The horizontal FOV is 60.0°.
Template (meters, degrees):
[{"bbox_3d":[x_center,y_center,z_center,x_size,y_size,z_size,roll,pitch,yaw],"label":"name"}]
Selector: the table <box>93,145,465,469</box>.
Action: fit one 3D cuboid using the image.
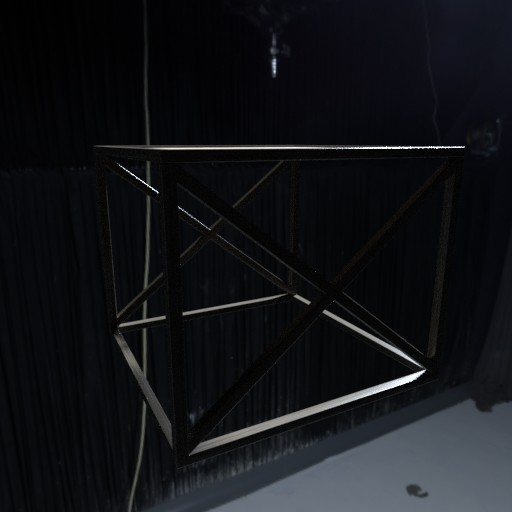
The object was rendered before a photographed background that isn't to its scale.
[{"bbox_3d":[0.000,0.000,1.058,0.611,0.507,0.609,-7,16,-27],"label":"table"}]
